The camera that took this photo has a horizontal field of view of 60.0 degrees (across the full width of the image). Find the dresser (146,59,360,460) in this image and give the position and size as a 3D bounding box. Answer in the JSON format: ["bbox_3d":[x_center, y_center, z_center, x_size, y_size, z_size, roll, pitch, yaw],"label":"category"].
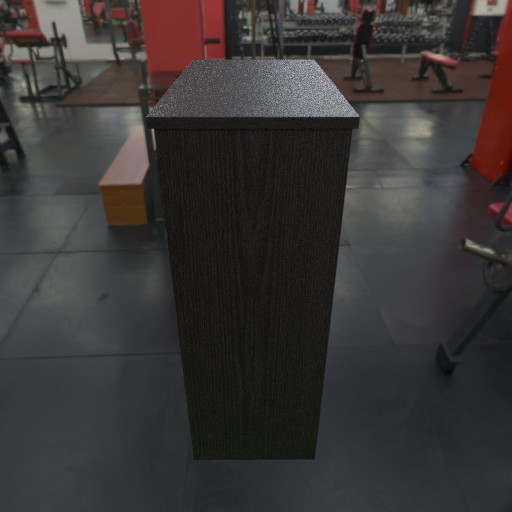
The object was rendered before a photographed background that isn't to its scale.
[{"bbox_3d":[0.000,0.000,1.364,0.399,1.020,0.704,0,32,0],"label":"dresser"}]
